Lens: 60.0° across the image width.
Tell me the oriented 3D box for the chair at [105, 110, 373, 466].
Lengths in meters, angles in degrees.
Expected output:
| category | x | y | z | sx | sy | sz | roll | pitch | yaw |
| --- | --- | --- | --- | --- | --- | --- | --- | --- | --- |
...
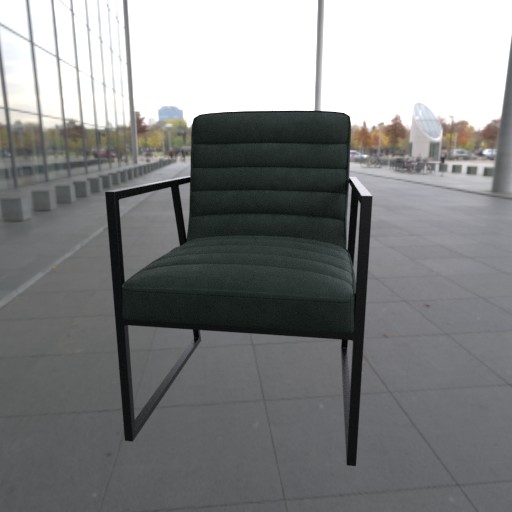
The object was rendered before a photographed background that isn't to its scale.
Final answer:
| category | x | y | z | sx | sy | sz | roll | pitch | yaw |
| --- | --- | --- | --- | --- | --- | --- | --- | --- | --- |
| chair | 0.000 | 0.000 | 1.263 | 0.571 | 0.833 | 0.677 | 2 | 14 | 9 |
